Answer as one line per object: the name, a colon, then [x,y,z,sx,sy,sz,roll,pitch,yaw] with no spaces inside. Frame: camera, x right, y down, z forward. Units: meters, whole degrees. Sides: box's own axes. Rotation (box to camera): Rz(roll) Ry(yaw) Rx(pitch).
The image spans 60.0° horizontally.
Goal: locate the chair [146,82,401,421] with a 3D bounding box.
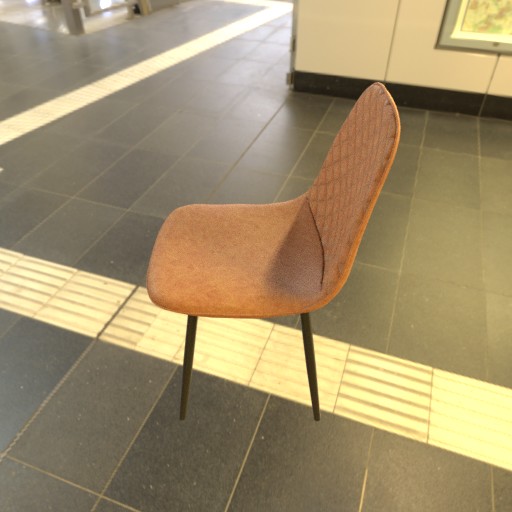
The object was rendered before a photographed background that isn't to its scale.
chair: [0.000,0.000,1.202,0.561,0.889,0.472,0,41,0]
